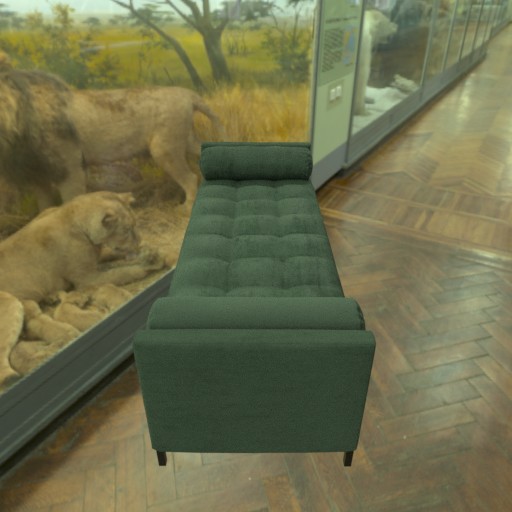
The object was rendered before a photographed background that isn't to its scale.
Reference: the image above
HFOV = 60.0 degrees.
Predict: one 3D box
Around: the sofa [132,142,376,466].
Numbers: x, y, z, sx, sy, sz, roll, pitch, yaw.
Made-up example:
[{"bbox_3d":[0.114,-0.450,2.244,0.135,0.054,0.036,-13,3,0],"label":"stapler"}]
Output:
[{"bbox_3d":[0.000,0.000,2.434,0.817,0.681,2.130,0,31,0],"label":"sofa"}]
